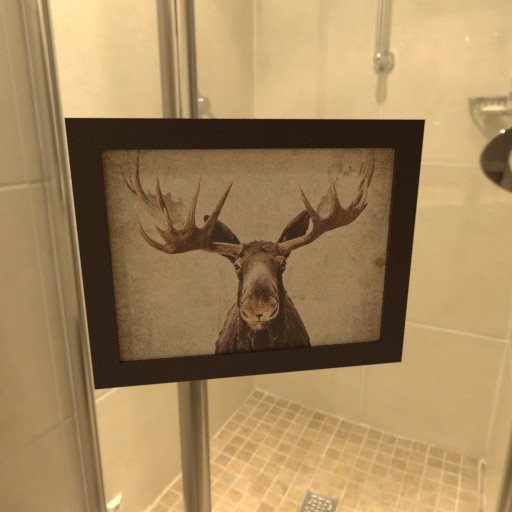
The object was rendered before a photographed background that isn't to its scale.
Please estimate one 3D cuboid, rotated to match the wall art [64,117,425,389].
[{"bbox_3d":[0.000,0.000,1.610,1.207,0.952,0.034,-3,16,-9],"label":"wall art"}]
